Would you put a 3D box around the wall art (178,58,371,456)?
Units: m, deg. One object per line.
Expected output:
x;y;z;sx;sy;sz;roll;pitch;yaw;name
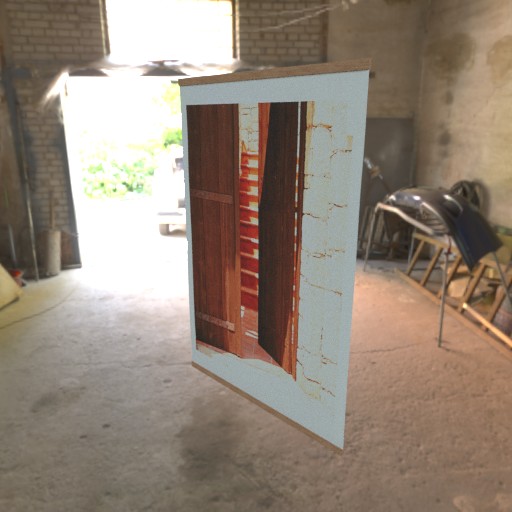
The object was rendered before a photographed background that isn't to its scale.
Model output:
0.000;0.000;1.964;1.019;1.527;0.019;16;23;42;wall art
